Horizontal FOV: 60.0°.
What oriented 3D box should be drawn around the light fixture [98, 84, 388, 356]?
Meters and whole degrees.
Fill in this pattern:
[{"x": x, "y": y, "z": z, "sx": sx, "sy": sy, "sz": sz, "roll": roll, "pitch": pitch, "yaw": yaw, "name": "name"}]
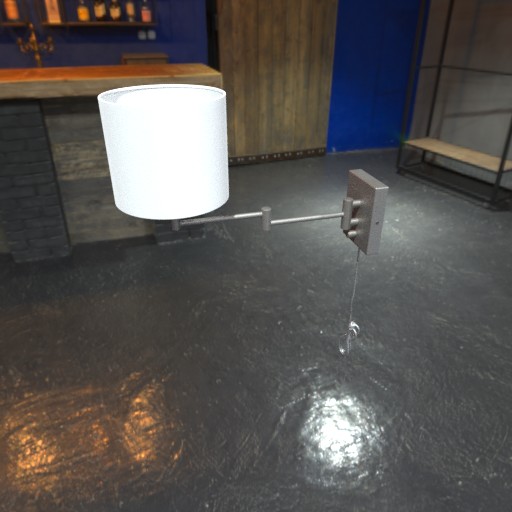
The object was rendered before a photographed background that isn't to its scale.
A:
[{"x": 0.000, "y": 0.000, "z": 0.916, "sx": 0.516, "sy": 0.651, "sz": 0.203, "roll": -8, "pitch": 30, "yaw": -14, "name": "light fixture"}]
